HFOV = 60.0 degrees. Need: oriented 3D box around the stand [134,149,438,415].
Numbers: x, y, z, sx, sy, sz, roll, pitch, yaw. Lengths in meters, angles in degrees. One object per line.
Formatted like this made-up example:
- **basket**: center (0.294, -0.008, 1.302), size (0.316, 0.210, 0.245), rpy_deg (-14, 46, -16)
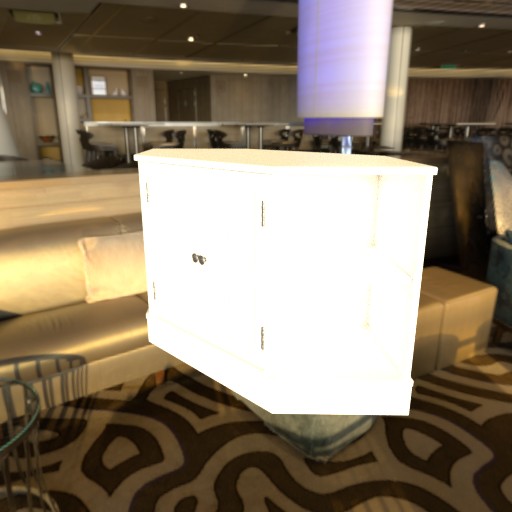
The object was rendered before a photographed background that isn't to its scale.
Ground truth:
- **stand**: center (0.000, 0.000, 1.382), size (1.072, 0.614, 0.477), rpy_deg (15, 22, 42)
